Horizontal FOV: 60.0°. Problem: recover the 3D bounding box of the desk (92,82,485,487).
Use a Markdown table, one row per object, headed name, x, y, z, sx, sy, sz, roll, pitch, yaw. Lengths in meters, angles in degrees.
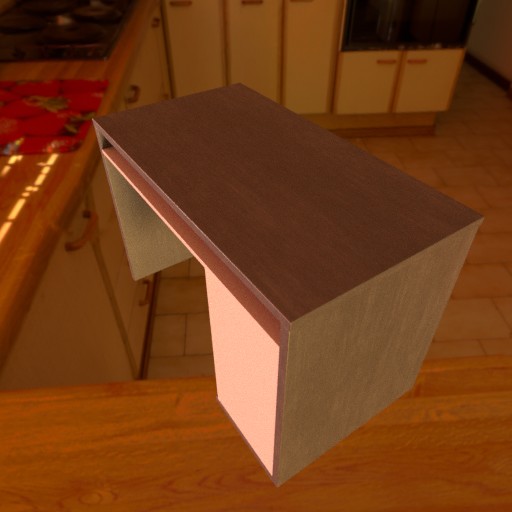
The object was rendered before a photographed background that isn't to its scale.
| name | x | y | z | sx | sy | sz | roll | pitch | yaw |
| --- | --- | --- | --- | --- | --- | --- | --- | --- | --- |
| desk | 0.000 | 0.000 | 1.540 | 0.600 | 0.750 | 1.100 | -24 | 46 | -25 |
